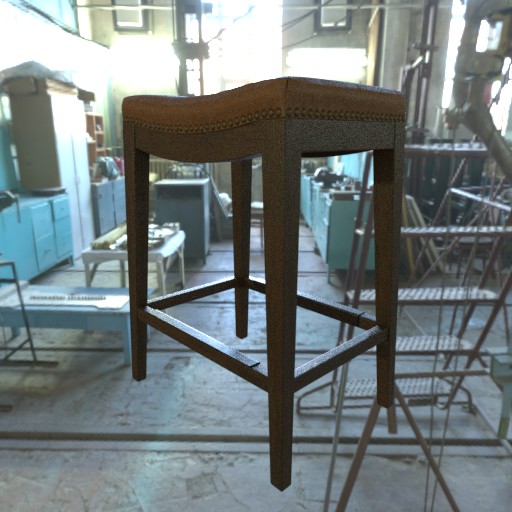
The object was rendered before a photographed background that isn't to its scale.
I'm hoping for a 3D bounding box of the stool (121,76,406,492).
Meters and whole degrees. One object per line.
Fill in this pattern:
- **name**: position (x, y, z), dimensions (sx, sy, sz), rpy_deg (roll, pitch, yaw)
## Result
- **stool**: position (0.000, 0.000, 0.946), dimensions (0.361, 0.660, 0.500), rpy_deg (-14, 21, -42)
